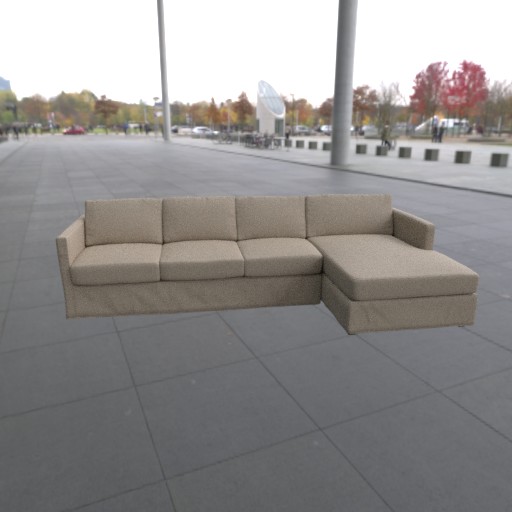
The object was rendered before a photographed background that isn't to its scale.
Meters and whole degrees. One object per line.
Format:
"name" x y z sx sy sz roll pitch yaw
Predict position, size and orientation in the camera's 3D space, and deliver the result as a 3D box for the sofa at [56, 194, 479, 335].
"sofa" 0.000 0.000 3.827 3.177 0.867 1.622 -3 17 -9
